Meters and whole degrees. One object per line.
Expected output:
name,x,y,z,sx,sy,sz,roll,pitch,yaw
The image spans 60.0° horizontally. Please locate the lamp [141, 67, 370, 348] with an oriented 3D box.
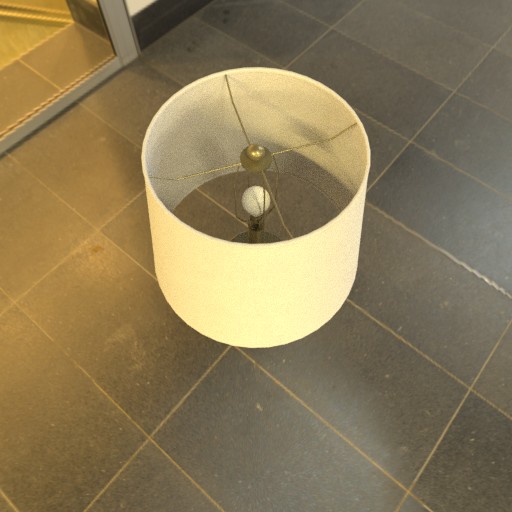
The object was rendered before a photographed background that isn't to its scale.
lamp,0.000,0.000,0.543,0.239,0.399,0.239,0,63,0
